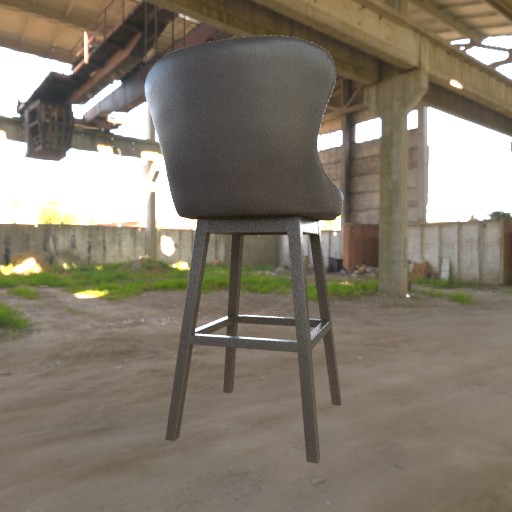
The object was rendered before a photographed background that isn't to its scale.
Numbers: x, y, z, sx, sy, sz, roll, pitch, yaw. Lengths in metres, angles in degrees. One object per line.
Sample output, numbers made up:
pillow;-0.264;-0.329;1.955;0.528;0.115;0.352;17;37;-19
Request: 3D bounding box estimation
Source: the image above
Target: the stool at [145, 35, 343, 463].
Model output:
stool;0.000;0.000;1.342;0.528;1.050;0.601;0;1;18
